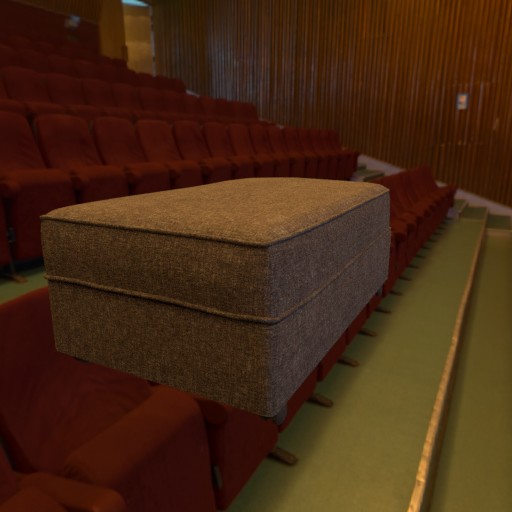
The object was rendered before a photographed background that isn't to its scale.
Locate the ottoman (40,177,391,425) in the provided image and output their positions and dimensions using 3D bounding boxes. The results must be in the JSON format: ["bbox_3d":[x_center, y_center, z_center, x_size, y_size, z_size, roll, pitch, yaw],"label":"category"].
[{"bbox_3d":[0.000,0.000,1.548,0.717,0.487,1.184,8,16,27],"label":"ottoman"}]
